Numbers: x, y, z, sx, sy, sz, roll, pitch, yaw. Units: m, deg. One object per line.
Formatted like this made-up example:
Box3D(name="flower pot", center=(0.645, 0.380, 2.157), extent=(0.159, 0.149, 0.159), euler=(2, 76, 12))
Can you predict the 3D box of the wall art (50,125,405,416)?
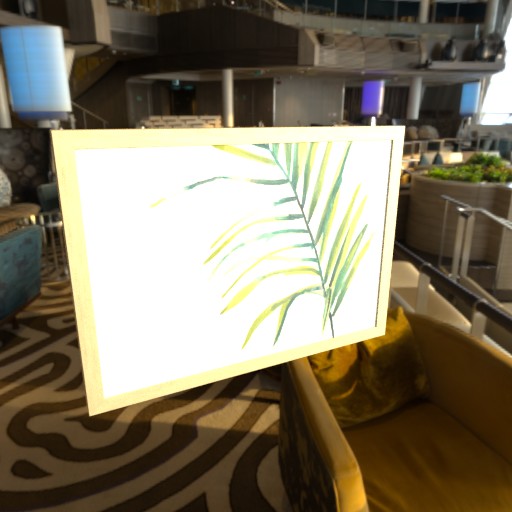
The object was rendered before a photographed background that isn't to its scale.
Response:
Box3D(name="wall art", center=(0.000, 0.000, 0.683), extent=(0.532, 0.380, 0.032), euler=(-9, 19, -26))
